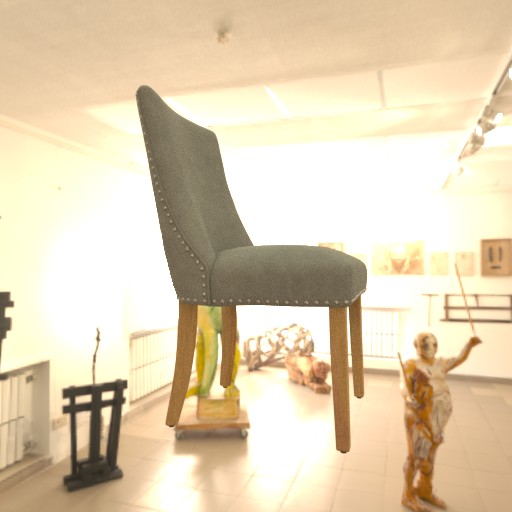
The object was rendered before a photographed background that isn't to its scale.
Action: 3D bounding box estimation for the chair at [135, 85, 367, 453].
[{"bbox_3d":[0.000,0.000,1.301,0.610,0.902,0.495,0,-1,18],"label":"chair"}]
